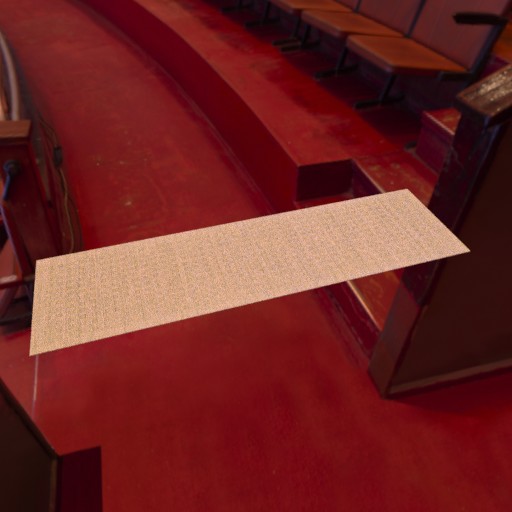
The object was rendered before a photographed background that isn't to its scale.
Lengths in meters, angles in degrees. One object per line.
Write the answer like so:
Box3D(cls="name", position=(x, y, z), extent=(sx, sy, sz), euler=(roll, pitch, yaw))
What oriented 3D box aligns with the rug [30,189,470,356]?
Box3D(cls="rug", position=(0.000, 0.000, 2.587), extent=(2.437, 0.006, 0.686), euler=(-12, 44, -13))
